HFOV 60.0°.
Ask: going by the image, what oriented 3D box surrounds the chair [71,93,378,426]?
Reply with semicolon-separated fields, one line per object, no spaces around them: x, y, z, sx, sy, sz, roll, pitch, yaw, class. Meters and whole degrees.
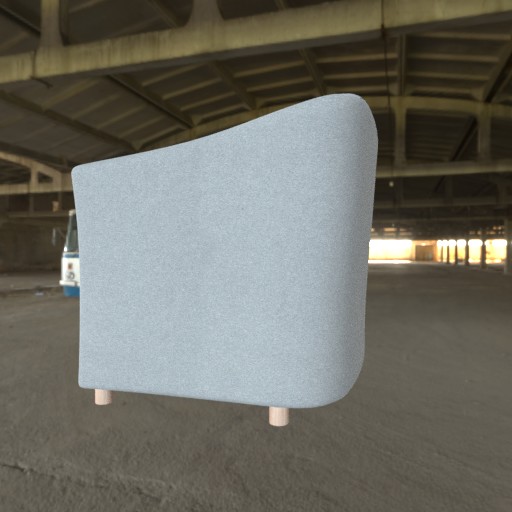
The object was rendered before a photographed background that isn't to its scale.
0.000;0.000;1.328;0.700;0.720;0.790;0;0;17;chair
